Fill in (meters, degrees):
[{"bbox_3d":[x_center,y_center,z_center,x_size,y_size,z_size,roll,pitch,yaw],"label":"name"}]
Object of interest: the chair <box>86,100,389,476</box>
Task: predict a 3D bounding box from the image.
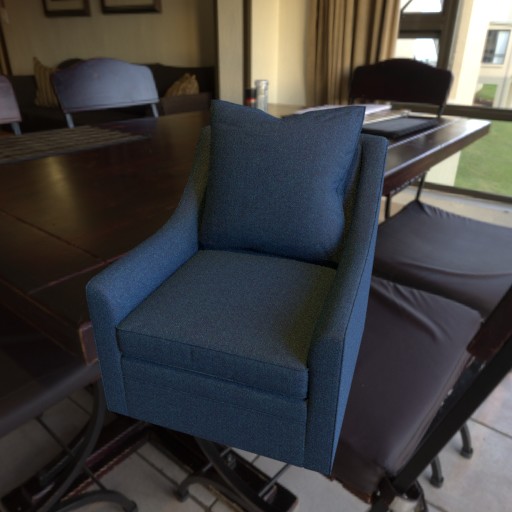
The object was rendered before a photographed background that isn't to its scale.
[{"bbox_3d":[0.000,0.000,1.539,0.750,0.939,0.870,9,27,17],"label":"chair"}]
